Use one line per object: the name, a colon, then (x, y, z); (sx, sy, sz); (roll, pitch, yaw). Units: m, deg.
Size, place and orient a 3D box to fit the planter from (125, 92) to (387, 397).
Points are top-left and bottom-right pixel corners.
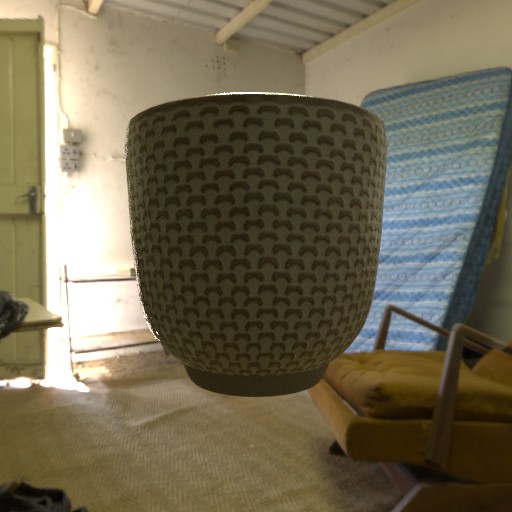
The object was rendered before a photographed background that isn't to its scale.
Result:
planter: (0.000, 0.000, 0.349); (0.197, 0.191, 0.197); (0, 1, 0)
